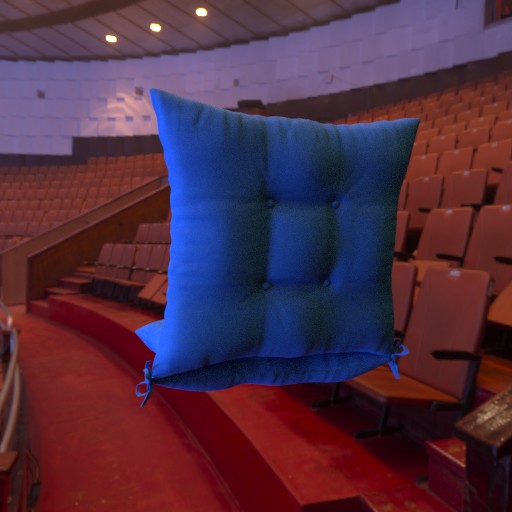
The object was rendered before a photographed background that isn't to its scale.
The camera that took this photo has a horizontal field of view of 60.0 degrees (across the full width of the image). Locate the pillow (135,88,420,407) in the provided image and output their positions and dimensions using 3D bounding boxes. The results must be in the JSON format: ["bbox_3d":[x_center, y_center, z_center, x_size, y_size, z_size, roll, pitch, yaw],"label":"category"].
[{"bbox_3d":[0.000,0.000,1.002,0.541,0.536,0.585,0,2,-18],"label":"pillow"}]
